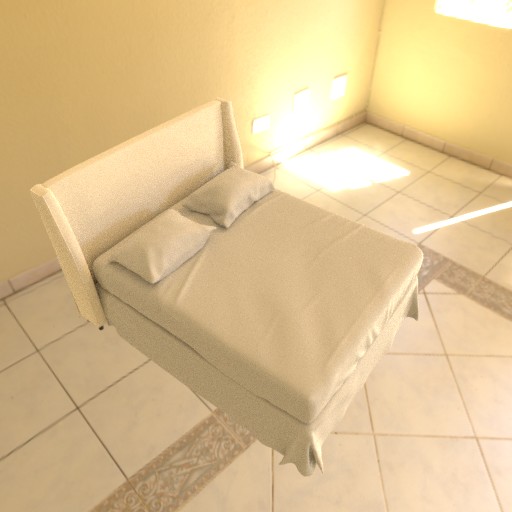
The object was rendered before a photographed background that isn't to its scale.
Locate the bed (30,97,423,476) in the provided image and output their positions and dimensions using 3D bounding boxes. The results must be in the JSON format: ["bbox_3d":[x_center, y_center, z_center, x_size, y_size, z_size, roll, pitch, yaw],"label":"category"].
[{"bbox_3d":[0.000,0.000,3.346,2.276,1.332,1.925,27,48,27],"label":"bed"}]
